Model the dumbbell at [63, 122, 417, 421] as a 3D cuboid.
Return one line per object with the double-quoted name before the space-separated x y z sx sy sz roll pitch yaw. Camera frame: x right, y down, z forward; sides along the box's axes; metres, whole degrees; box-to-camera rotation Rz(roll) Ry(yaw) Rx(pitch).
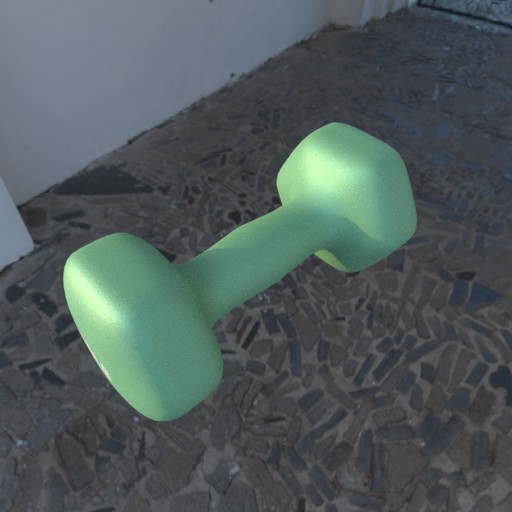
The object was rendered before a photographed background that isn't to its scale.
"dumbbell" 0.000 0.000 0.329 0.260 0.117 0.129 -32 54 -27
